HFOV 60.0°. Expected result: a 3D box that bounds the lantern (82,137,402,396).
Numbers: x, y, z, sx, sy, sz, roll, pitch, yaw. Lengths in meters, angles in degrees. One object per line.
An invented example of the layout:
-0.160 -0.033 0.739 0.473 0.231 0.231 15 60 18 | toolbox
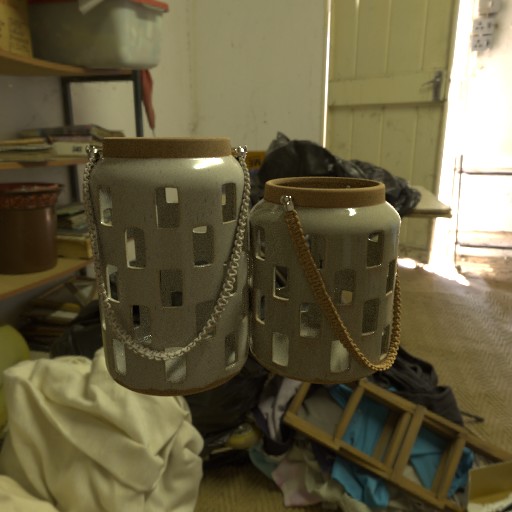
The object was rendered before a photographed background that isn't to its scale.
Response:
0.000 0.000 0.494 0.347 0.255 0.184 -2 15 -8 | lantern
